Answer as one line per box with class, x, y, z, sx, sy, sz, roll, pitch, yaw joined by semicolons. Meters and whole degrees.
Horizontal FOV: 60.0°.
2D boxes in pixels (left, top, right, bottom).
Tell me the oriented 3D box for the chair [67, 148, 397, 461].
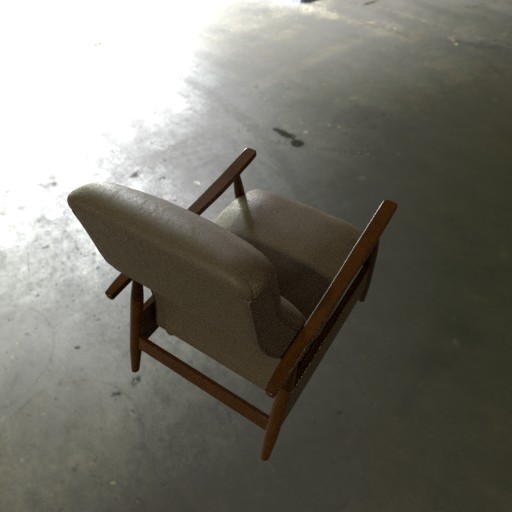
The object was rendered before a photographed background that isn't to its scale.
chair;0.000;0.000;1.765;0.762;1.082;1.014;26;52;22
